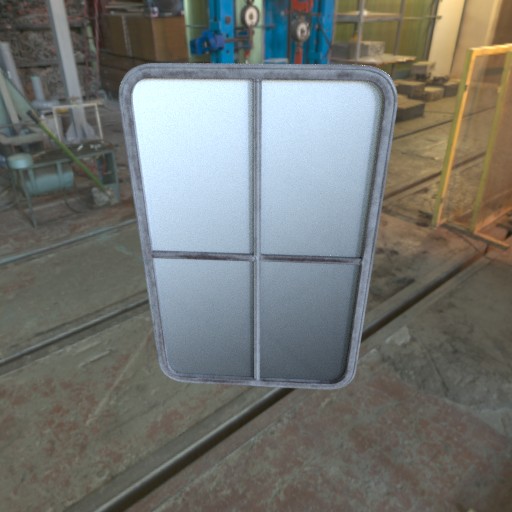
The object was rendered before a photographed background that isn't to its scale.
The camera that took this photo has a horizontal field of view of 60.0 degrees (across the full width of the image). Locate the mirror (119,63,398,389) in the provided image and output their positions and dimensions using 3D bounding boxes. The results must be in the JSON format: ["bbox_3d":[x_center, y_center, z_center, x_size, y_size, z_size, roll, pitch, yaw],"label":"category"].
[{"bbox_3d":[0.000,0.000,0.888,0.461,0.713,0.024,2,31,3],"label":"mirror"}]
